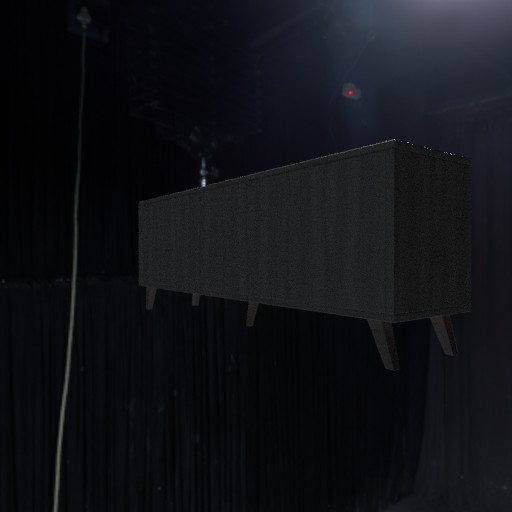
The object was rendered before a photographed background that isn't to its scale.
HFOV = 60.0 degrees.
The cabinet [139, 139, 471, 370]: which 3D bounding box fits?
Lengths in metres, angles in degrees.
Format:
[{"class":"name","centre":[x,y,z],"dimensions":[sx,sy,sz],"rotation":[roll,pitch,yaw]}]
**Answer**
[{"class":"cabinet","centre":[0.000,0.000,2.496],"dimensions":[0.499,0.779,2.198],"rotation":[0,0,-37]}]
